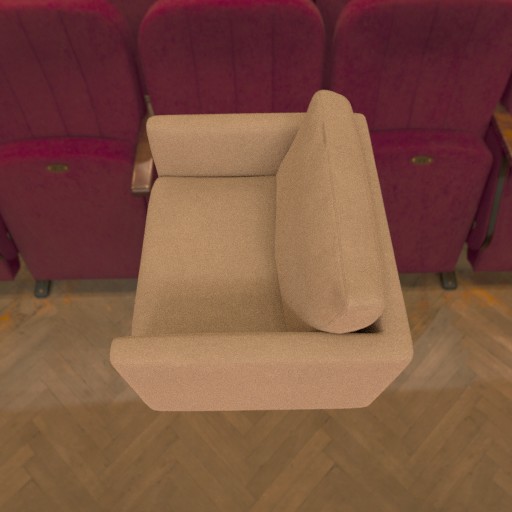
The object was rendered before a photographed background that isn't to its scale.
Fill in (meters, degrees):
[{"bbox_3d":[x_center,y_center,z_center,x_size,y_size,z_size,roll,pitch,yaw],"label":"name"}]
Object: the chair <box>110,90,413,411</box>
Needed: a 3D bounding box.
[{"bbox_3d":[0.000,0.000,1.828,0.959,0.961,1.107,-1,59,0],"label":"chair"}]
